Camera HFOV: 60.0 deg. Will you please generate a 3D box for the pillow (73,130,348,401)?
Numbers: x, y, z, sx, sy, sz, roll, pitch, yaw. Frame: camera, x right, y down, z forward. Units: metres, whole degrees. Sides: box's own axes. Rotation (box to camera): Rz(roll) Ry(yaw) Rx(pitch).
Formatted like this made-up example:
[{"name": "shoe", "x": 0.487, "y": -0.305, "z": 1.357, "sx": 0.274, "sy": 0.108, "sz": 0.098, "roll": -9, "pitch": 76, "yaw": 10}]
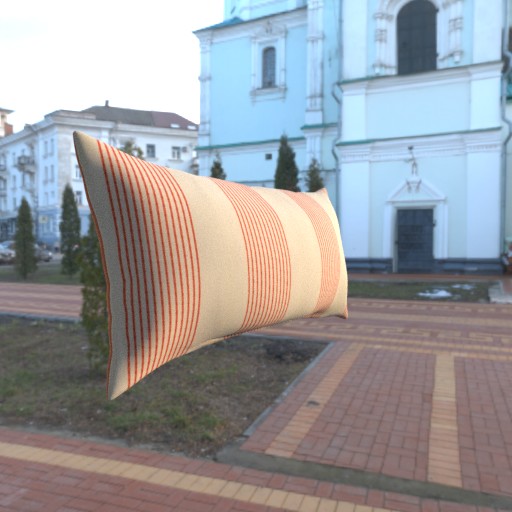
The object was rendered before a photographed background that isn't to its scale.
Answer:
[{"name": "pillow", "x": 0.000, "y": 0.000, "z": 0.724, "sx": 0.156, "sy": 0.292, "sz": 0.608, "roll": 1, "pitch": 2, "yaw": 36}]
